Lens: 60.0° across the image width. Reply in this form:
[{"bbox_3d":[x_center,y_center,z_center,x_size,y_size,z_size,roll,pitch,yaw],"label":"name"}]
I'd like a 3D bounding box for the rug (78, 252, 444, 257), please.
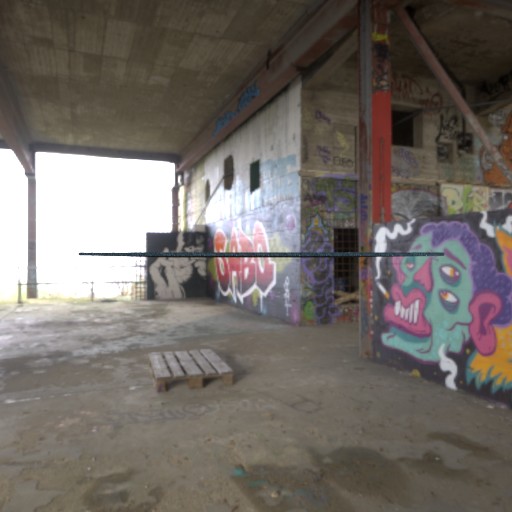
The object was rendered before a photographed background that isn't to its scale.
[{"bbox_3d":[0.000,0.000,3.041,1.530,0.015,2.449,0,0,-2],"label":"rug"}]
